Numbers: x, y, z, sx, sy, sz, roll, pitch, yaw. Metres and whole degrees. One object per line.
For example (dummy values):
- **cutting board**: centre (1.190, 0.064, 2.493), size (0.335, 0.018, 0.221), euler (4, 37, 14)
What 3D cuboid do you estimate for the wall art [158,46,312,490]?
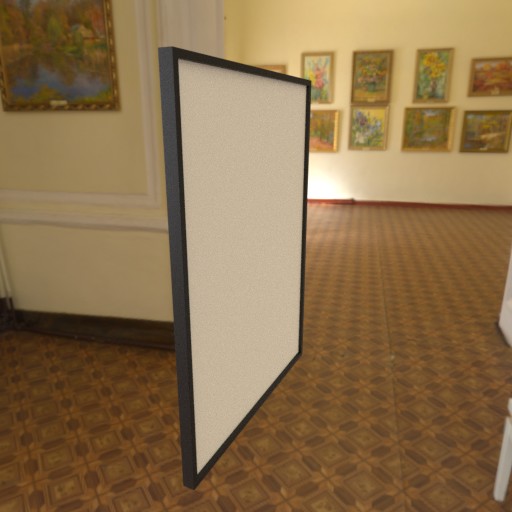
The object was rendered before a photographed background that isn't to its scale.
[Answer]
- **wall art**: centre (0.000, 0.000, 1.366), size (0.036, 1.070, 0.802), euler (8, 18, 25)
